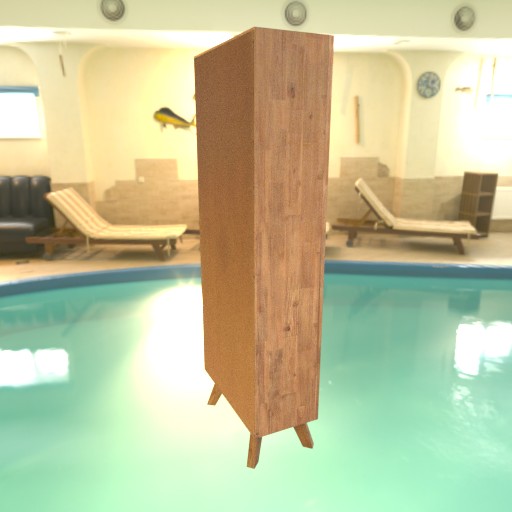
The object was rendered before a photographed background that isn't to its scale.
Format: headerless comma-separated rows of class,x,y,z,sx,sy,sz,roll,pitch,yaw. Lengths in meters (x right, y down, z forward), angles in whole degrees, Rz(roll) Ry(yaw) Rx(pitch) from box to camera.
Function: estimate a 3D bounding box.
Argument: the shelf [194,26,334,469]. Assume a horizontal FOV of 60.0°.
shelf,0.000,0.000,1.551,0.267,1.342,0.491,-7,17,-25
